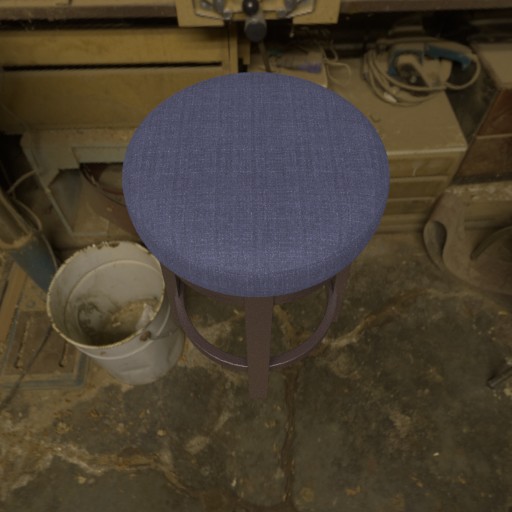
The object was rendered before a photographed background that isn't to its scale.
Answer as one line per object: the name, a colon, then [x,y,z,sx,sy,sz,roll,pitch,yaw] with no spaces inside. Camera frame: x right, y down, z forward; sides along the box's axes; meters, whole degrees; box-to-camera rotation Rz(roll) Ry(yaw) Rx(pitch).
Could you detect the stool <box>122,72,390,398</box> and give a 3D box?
stool: [0.000,0.000,0.958,0.449,0.655,0.449,0,59,0]
